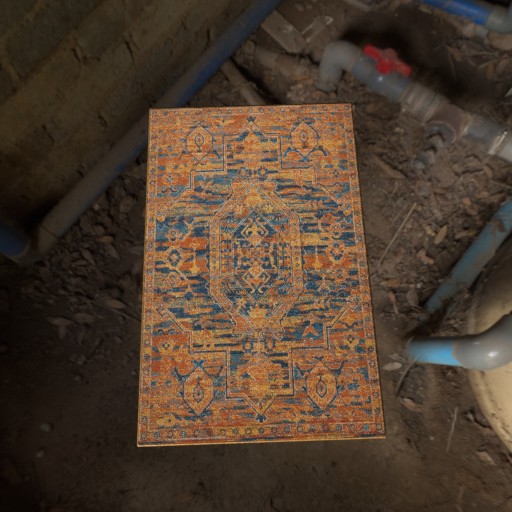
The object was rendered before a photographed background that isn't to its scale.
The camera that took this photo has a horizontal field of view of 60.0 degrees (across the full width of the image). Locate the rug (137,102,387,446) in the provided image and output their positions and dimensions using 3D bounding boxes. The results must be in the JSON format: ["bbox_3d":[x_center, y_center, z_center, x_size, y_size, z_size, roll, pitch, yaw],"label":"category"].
[{"bbox_3d":[0.000,0.000,1.104,0.557,0.008,0.863,-2,74,-1],"label":"rug"}]
